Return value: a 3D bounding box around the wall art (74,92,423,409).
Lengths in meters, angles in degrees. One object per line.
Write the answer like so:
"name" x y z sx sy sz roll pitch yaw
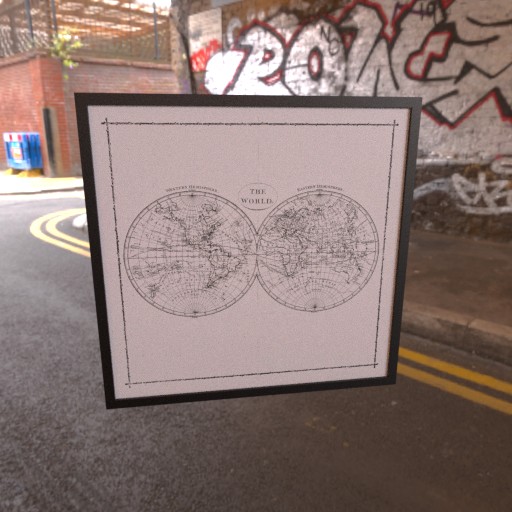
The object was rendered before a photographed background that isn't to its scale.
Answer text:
"wall art" 0.000 0.000 0.467 0.327 0.318 0.029 -2 15 -8
